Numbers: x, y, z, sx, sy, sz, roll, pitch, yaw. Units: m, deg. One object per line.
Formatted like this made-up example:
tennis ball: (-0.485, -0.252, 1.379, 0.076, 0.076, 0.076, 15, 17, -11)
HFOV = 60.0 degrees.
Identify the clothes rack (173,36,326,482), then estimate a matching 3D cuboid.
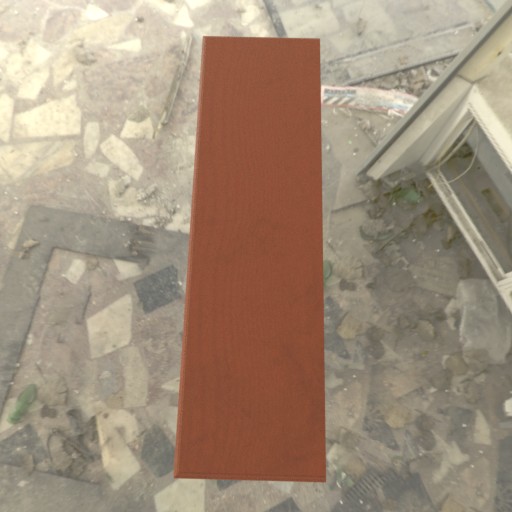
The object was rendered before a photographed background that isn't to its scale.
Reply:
clothes rack: (0.000, 0.000, 1.483, 0.362, 0.594, 1.251, 1, 75, 0)
